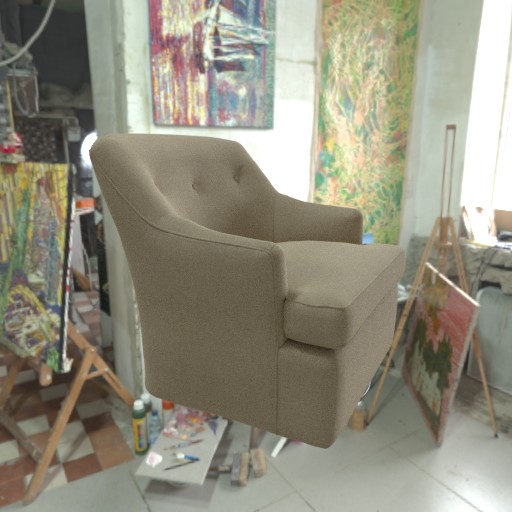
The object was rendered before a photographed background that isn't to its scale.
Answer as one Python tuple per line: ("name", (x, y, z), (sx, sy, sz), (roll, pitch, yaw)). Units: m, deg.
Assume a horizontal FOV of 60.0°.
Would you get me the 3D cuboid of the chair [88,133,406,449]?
("chair", (0.000, 0.000, 1.592), (0.923, 0.856, 0.864), (7, 16, 28))
